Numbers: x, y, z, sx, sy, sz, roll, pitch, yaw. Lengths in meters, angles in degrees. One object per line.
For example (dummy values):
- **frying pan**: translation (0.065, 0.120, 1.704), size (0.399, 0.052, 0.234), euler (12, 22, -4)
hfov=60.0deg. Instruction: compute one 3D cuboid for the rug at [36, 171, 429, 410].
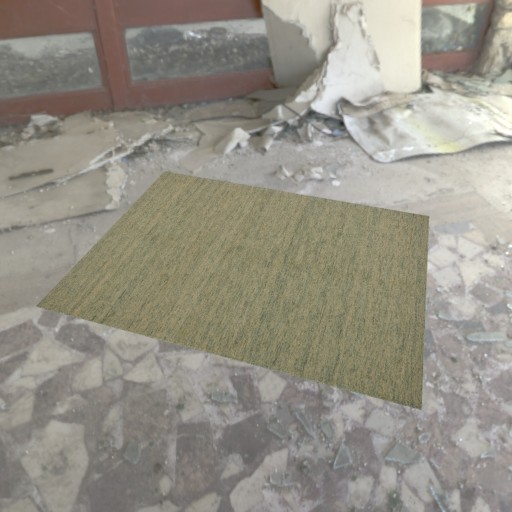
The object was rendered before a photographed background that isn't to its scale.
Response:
- **rug**: translation (0.000, 0.000, 4.334), size (3.201, 0.014, 2.437), euler (12, 42, 13)
